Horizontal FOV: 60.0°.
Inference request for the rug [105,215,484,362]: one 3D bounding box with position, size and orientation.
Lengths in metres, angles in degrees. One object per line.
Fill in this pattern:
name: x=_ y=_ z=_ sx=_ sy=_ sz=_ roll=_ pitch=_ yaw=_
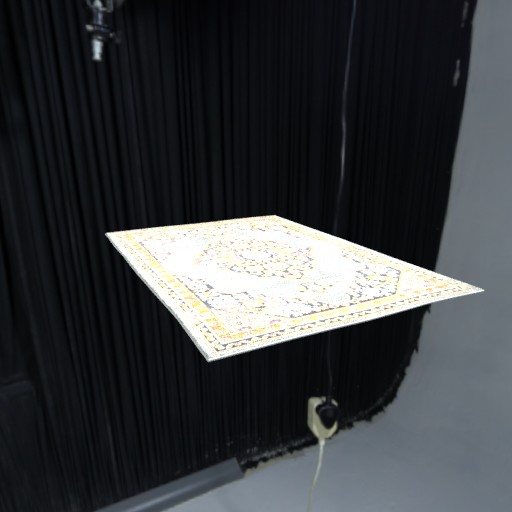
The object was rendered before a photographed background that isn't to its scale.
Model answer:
rug: x=0.000 y=0.000 z=3.832 sx=2.043 sy=0.026 sz=2.901 roll=-9 pitch=19 yaw=-26
